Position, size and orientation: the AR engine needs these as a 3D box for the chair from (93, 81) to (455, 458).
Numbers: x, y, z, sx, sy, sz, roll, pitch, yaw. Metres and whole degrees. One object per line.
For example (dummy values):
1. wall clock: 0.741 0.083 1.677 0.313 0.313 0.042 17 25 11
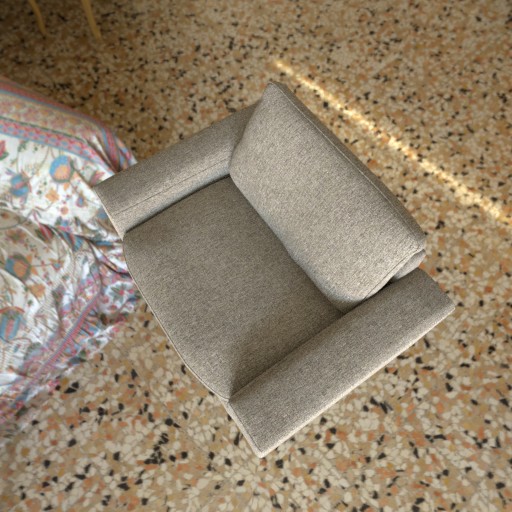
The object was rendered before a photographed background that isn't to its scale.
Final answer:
1. chair: 0.000 0.000 2.022 1.039 0.915 1.398 -32 68 -14
